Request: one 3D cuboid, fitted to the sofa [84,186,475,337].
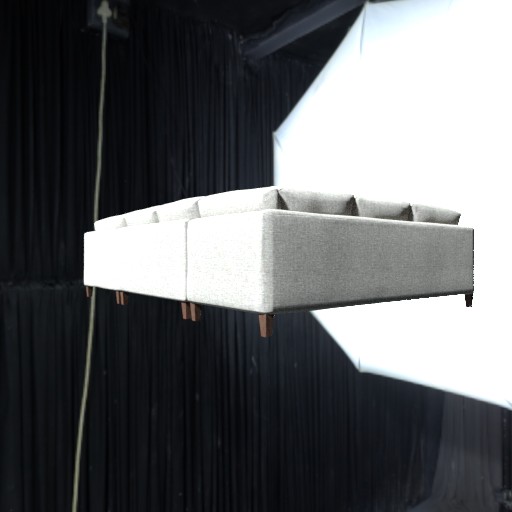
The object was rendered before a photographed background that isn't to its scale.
[{"bbox_3d":[0.000,0.000,4.704,2.593,0.959,3.460,0,0,-38],"label":"sofa"}]
